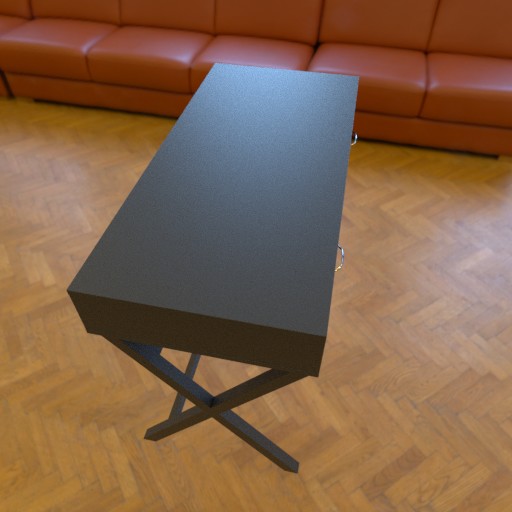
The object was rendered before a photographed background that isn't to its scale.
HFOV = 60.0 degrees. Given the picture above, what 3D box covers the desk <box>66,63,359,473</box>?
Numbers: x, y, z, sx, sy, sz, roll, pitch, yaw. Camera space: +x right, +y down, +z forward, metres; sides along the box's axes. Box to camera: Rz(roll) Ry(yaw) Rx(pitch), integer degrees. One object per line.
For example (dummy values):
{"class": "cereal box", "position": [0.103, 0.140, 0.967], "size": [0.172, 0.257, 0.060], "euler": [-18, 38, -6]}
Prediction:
{"class": "desk", "position": [0.000, 0.000, 1.458], "size": [0.525, 0.780, 1.057], "euler": [9, 47, 8]}
